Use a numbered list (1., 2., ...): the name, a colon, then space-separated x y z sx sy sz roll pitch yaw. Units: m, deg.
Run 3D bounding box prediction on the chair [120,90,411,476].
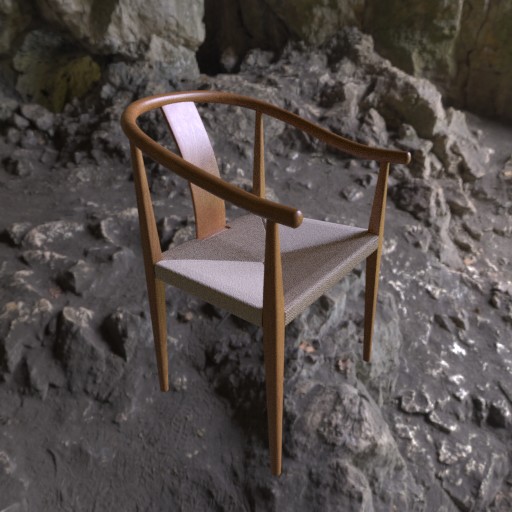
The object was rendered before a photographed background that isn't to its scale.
1. chair: 0.000 0.000 1.198 0.579 0.800 0.556 18 32 33
